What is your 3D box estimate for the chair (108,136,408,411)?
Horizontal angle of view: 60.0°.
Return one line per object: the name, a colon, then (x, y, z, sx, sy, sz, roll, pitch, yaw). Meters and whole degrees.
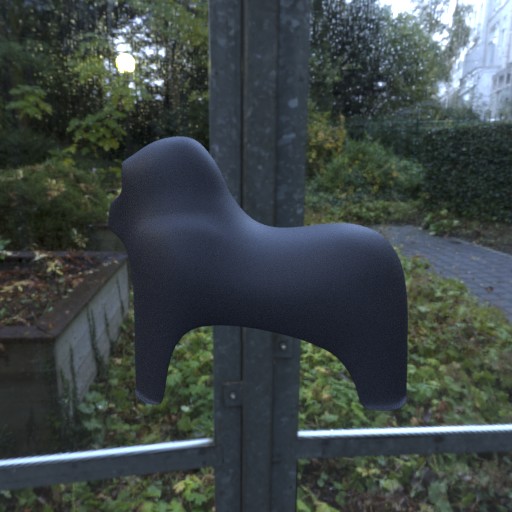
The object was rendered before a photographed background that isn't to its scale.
chair: (0.000, 0.000, 1.147, 0.758, 0.600, 0.490, 2, 13, 8)
